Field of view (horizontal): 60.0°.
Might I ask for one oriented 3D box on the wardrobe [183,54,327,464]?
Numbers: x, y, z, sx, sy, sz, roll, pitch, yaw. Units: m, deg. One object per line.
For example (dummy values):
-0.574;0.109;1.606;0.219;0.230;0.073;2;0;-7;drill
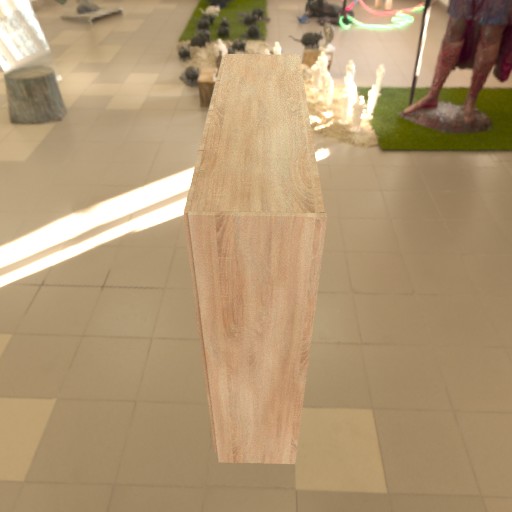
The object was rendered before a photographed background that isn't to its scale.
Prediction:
0.000;0.000;3.185;0.598;2.159;1.998;1;41;1;wardrobe
